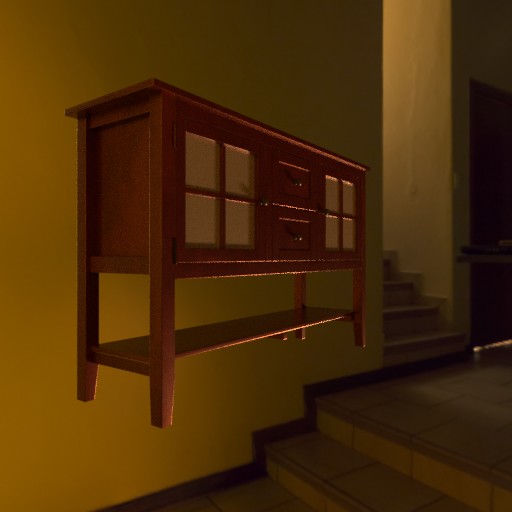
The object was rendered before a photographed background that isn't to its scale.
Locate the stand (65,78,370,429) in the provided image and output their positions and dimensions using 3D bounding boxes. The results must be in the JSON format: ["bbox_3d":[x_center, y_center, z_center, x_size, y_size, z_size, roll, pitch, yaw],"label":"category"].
[{"bbox_3d":[0.000,0.000,1.744,0.410,0.872,1.362,0,0,37],"label":"stand"}]
